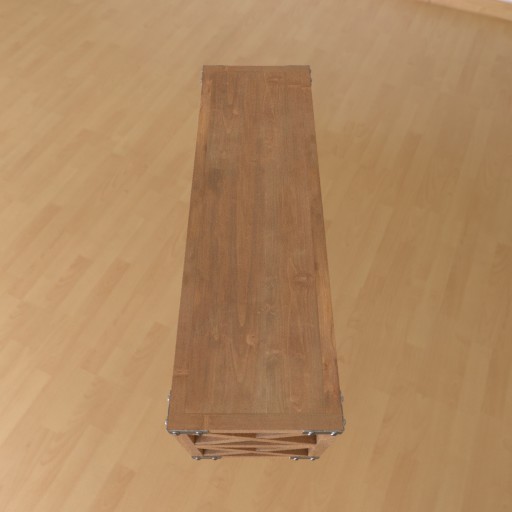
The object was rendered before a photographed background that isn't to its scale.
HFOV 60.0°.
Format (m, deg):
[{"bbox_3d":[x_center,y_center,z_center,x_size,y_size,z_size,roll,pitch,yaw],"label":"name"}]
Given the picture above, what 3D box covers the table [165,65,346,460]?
[{"bbox_3d":[0.000,0.000,1.813,0.467,0.711,1.487,0,59,0],"label":"table"}]
